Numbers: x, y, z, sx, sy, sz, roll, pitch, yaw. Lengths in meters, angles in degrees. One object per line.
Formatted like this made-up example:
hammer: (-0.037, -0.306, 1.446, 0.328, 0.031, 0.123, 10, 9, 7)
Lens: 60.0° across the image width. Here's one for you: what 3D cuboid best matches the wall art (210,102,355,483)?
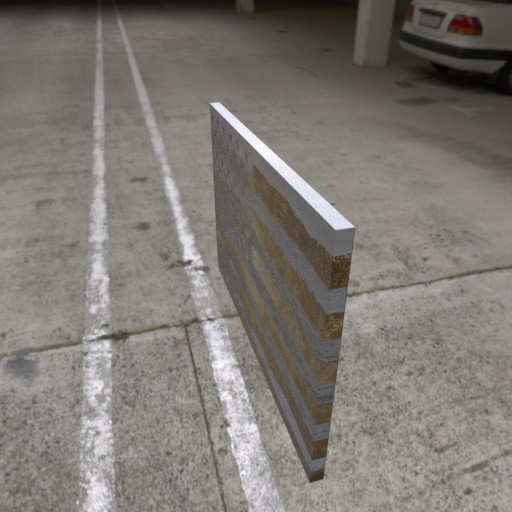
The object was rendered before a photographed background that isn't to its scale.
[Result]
wall art: (0.000, 0.000, 1.473, 0.041, 0.762, 1.145, -9, 32, -14)
